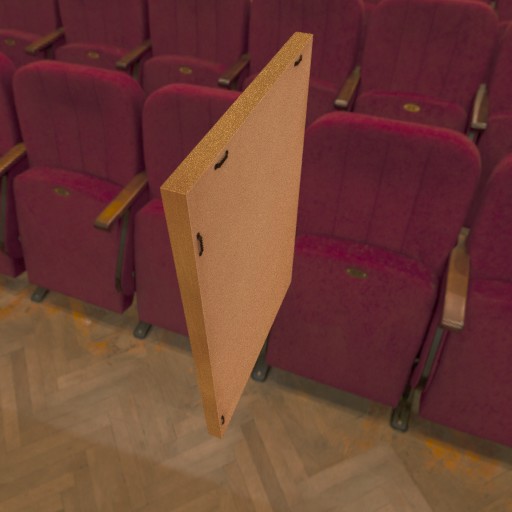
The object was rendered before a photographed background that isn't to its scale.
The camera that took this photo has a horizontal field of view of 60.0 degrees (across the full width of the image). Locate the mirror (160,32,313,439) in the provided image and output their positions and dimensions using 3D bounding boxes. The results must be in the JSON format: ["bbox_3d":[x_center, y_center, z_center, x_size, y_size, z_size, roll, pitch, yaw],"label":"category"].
[{"bbox_3d":[0.000,0.000,0.922,0.039,0.710,0.507,16,49,15],"label":"mirror"}]
